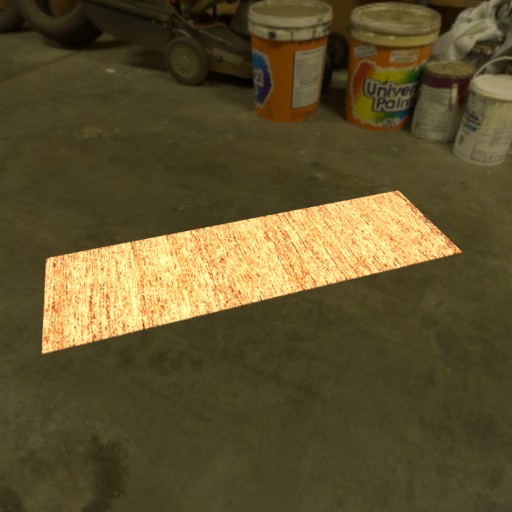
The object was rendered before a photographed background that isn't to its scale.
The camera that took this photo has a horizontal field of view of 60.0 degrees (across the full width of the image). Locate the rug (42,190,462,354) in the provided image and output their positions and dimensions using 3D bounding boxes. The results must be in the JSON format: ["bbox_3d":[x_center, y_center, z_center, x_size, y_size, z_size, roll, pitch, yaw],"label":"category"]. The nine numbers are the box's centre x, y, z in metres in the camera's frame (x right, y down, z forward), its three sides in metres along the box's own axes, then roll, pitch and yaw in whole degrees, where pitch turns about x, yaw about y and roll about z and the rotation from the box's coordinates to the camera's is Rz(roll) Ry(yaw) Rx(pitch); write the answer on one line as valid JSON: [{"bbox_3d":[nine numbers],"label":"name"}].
[{"bbox_3d":[0.000,0.000,2.486,2.237,0.014,0.680,-12,43,-14],"label":"rug"}]
